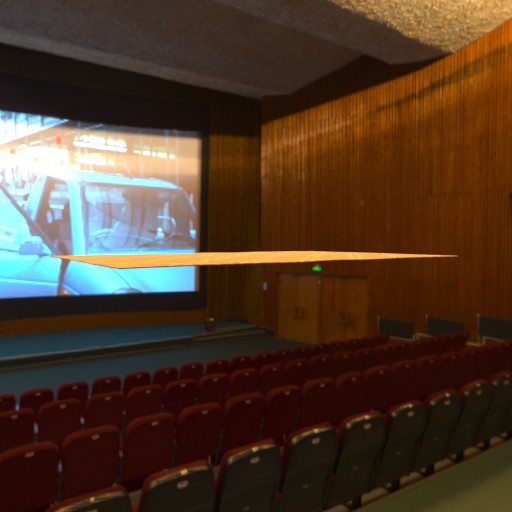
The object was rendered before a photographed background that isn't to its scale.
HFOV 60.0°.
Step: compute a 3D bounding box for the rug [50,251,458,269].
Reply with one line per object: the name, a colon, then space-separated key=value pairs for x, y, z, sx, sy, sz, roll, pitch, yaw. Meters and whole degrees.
rug: x=0.000 y=0.000 z=2.246 sx=1.745 sy=0.010 sz=1.146 roll=-1 pitch=2 yaw=-34
